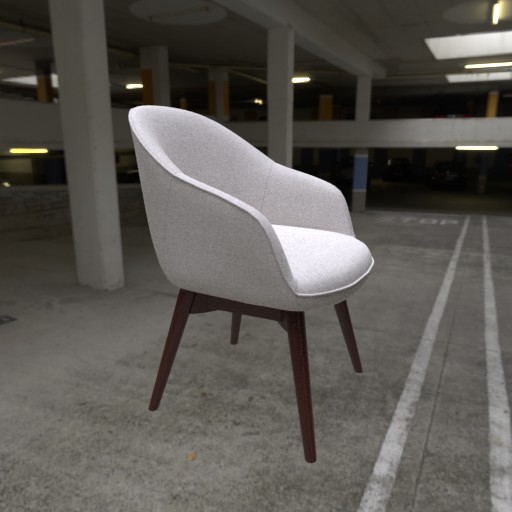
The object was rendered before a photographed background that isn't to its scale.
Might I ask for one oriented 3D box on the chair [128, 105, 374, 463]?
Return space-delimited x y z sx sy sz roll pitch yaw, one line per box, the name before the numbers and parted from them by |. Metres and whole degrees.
chair | 0.000 0.000 1.251 0.635 0.823 0.596 7 16 25
